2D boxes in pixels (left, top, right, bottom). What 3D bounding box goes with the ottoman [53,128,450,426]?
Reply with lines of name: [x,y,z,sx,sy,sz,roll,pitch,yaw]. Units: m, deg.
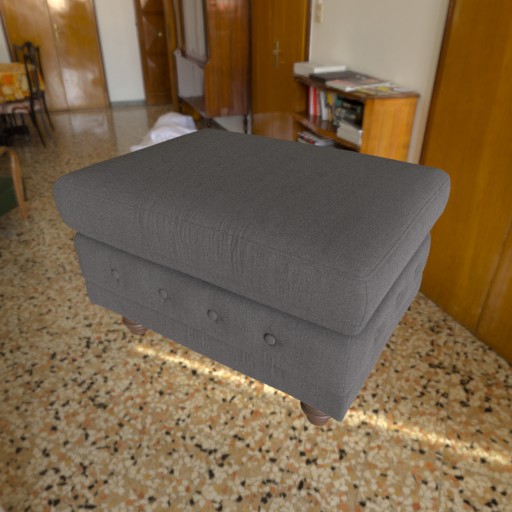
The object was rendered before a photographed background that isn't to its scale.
ottoman: [0.000,0.000,1.133,0.771,0.500,0.569,18,35,28]
